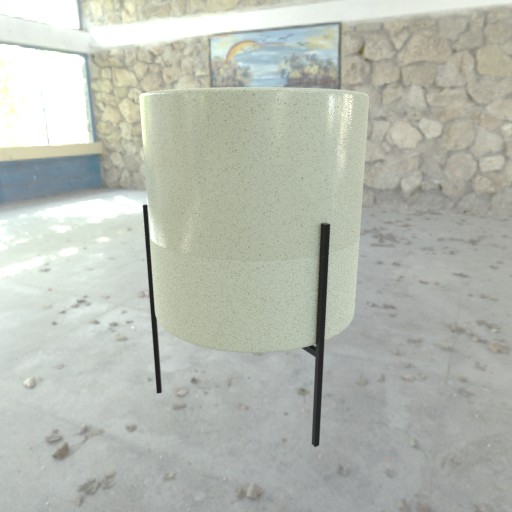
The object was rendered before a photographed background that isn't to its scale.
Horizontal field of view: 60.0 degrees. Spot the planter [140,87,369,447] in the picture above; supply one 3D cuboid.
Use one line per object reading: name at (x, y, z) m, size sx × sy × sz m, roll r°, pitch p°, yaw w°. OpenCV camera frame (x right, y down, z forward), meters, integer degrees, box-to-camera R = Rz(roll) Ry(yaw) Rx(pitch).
planter at (0.000, 0.000, 0.696) m, size 0.314 × 0.475 × 0.323 m, roll 9°, pitch 19°, yaw 26°
